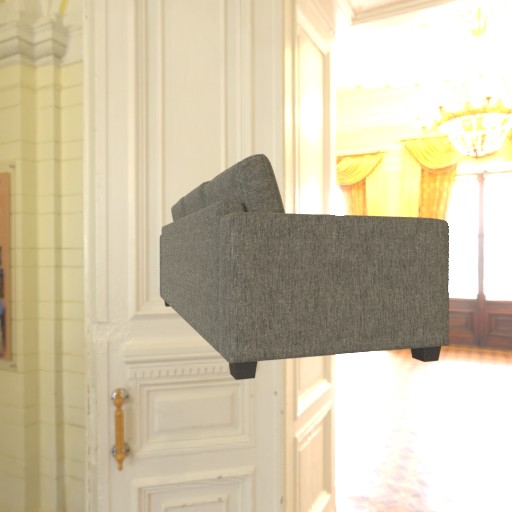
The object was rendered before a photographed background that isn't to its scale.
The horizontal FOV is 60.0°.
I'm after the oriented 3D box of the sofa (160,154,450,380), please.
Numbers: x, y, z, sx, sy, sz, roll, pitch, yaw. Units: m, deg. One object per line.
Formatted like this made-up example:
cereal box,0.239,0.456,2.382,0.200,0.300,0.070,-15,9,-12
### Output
sofa,0.000,0.000,2.594,0.900,0.800,2.160,0,1,-18
